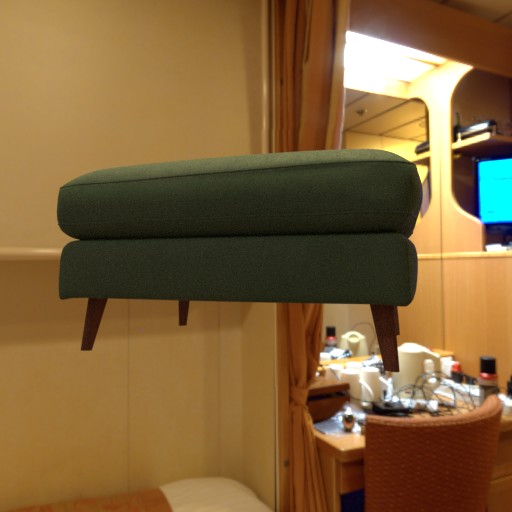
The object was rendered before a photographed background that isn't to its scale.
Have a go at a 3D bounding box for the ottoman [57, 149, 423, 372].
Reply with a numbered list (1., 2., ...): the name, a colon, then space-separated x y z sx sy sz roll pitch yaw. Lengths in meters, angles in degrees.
1. ottoman: 0.000 0.000 1.169 0.811 0.449 0.608 -1 -2 18
